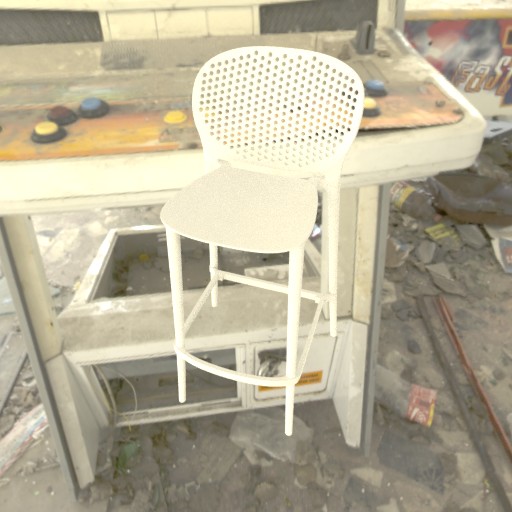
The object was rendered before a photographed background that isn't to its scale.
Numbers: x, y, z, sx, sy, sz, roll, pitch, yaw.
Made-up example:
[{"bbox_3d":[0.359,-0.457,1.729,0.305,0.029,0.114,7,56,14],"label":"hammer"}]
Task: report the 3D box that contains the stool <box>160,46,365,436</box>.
[{"bbox_3d":[0.000,0.000,1.339,0.536,1.045,0.535,12,42,14],"label":"stool"}]
